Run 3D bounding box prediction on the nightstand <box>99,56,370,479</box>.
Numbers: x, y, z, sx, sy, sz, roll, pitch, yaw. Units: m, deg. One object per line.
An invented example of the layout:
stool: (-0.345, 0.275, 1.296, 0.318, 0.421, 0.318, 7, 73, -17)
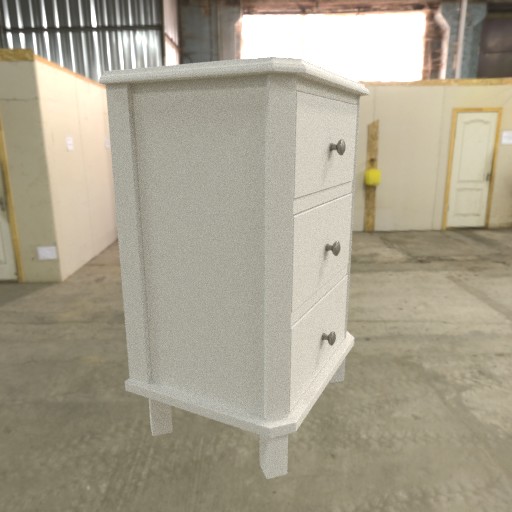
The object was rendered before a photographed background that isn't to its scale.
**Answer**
nightstand: (0.000, 0.000, 0.913, 0.351, 0.681, 0.435, 8, 17, 26)
